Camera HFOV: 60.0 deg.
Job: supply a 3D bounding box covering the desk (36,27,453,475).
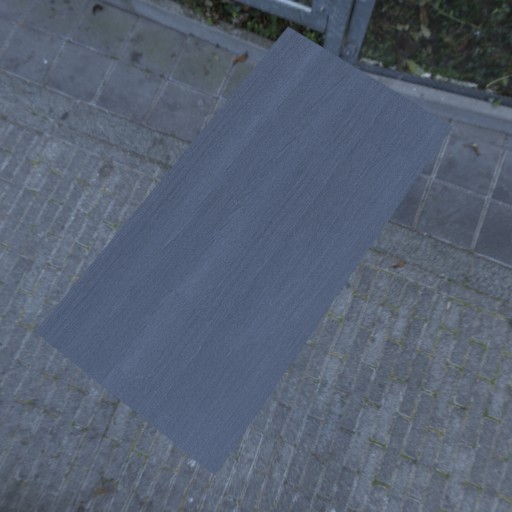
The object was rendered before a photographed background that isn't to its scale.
[{"bbox_3d":[0.000,0.000,1.519,0.557,0.729,1.099,35,79,8],"label":"desk"}]
